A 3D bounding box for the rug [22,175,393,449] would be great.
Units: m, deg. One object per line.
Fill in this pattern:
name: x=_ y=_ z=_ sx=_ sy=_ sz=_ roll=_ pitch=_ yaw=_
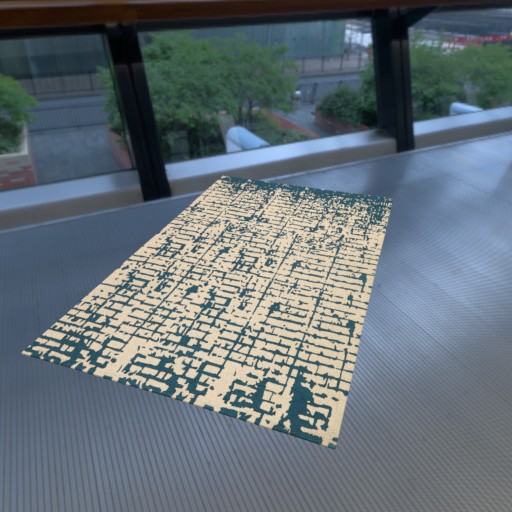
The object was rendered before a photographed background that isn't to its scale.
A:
rug: x=0.000 y=0.000 z=2.879 sx=1.517 sy=0.011 sz=2.435 roll=11 pitch=33 yaw=17
